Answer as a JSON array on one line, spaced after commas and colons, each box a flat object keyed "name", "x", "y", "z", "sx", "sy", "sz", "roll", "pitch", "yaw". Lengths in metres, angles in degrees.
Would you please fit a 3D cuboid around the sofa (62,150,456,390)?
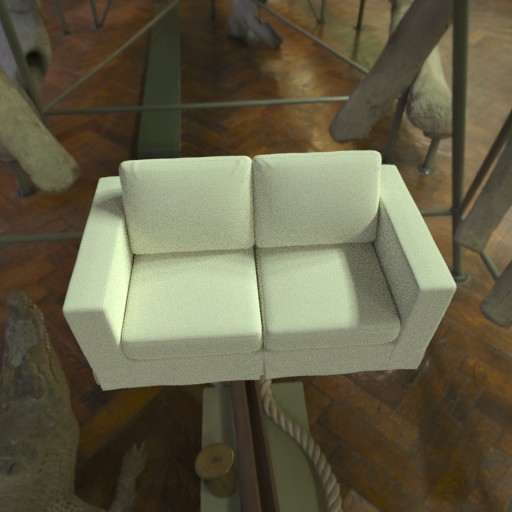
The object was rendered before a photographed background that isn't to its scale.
[{"name": "sofa", "x": 0.000, "y": 0.000, "z": 2.474, "sx": 1.813, "sy": 0.932, "sz": 1.009, "roll": -3, "pitch": 46, "yaw": -3}]
